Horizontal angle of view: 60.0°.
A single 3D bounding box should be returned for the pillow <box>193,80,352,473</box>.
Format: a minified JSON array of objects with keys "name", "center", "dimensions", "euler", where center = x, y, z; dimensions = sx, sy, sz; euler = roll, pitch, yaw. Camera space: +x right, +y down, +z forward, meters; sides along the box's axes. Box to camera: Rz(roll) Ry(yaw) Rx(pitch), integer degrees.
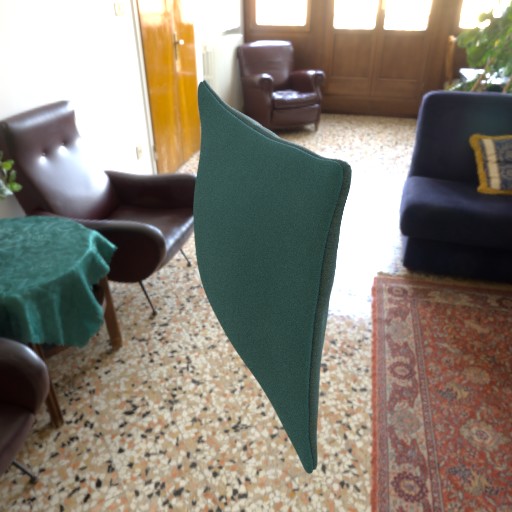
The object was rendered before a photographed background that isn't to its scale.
[{"name":"pillow","center":[0.000,0.000,0.638],"dimensions":[0.151,0.415,0.433],"euler":[-12,33,-19]}]
